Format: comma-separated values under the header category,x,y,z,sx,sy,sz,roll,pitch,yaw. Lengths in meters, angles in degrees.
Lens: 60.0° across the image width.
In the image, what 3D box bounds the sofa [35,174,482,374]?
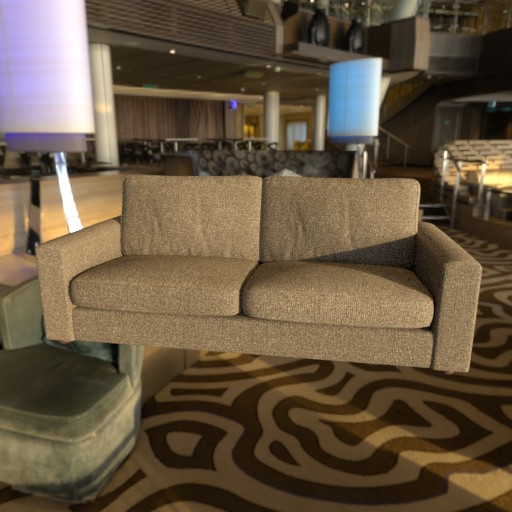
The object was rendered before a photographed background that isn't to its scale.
category,x,y,z,sx,sy,sz,roll,pitch,yaw
sofa,0.000,0.000,2.584,2.179,0.873,1.016,2,15,9
